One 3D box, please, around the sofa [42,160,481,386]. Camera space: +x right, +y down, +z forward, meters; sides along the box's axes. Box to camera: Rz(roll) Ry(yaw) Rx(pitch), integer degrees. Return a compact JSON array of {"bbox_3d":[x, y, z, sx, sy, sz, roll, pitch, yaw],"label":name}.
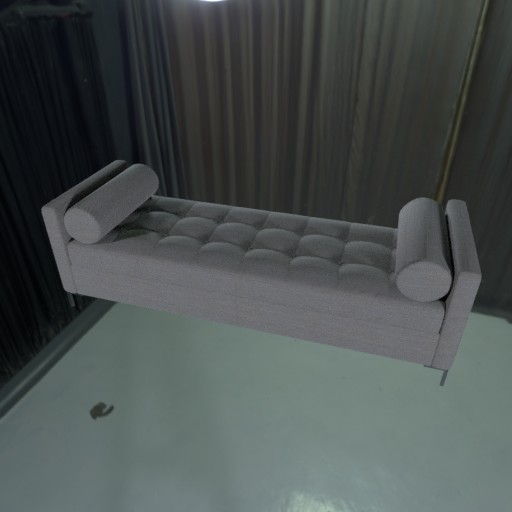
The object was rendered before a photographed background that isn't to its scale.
[{"bbox_3d":[0.000,0.000,2.333,1.981,0.635,0.686,9,34,14],"label":"sofa"}]
